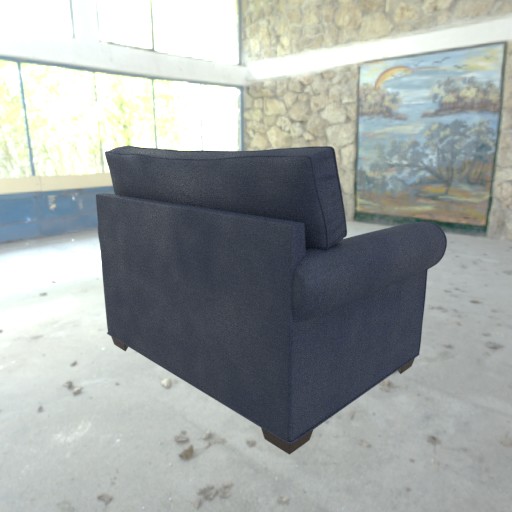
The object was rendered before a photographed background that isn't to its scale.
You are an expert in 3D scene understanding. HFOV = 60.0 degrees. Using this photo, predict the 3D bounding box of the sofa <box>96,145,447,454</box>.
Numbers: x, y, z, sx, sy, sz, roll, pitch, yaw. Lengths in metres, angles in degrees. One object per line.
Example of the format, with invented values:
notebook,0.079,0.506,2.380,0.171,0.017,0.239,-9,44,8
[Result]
sofa,0.000,0.000,2.071,0.938,1.004,1.405,-13,19,-43
